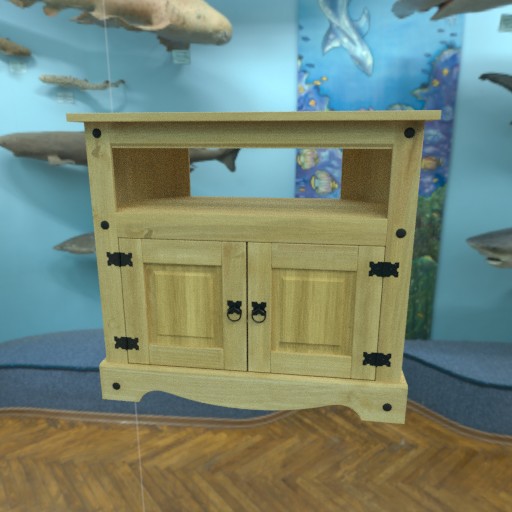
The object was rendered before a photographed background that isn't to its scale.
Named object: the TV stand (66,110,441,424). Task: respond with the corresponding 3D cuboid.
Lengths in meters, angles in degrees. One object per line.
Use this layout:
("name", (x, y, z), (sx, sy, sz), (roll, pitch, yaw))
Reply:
("TV stand", (0.000, 0.000, 1.298), (0.851, 0.781, 0.425), (2, 15, 8))
